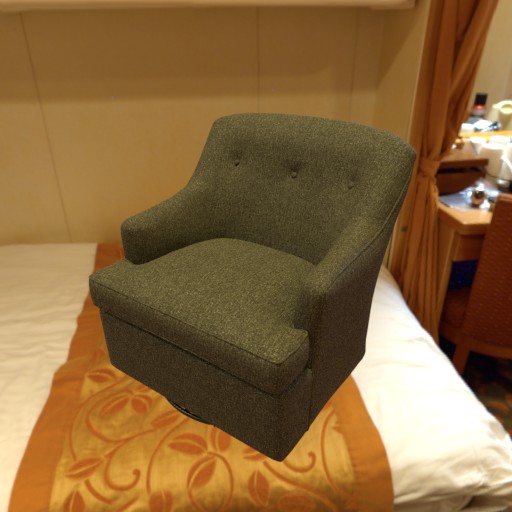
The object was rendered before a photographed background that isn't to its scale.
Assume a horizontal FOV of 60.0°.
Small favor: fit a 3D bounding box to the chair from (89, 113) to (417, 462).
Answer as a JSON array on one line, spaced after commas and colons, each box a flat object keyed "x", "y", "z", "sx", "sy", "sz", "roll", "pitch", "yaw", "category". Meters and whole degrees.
[{"x": 0.000, "y": 0.000, "z": 1.617, "sx": 0.864, "sy": 0.856, "sz": 0.923, "roll": 18, "pitch": 33, "yaw": 30, "category": "chair"}]
